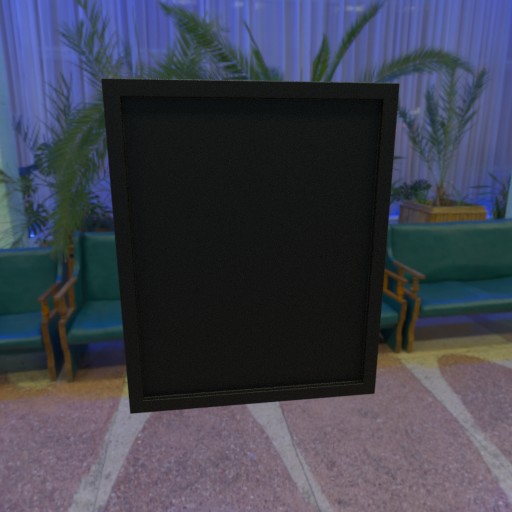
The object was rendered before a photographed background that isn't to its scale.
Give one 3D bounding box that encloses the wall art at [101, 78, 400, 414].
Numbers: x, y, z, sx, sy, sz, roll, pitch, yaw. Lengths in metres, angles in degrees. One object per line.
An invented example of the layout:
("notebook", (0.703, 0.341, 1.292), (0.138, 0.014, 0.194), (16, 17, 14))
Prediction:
("wall art", (0.000, 0.000, 0.759), (0.457, 0.559, 0.028), (-2, 15, -8))
